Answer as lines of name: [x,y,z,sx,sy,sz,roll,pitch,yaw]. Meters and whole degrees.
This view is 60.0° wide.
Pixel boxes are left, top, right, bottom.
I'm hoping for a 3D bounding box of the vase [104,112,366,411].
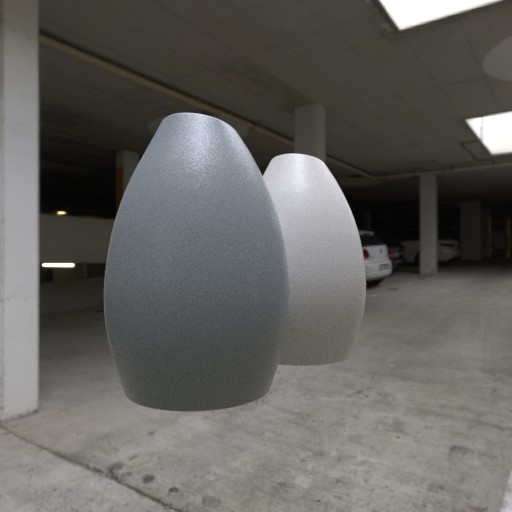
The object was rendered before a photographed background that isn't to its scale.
vase: [0.000,0.000,0.259,0.089,0.131,0.187,0,-1,35]
